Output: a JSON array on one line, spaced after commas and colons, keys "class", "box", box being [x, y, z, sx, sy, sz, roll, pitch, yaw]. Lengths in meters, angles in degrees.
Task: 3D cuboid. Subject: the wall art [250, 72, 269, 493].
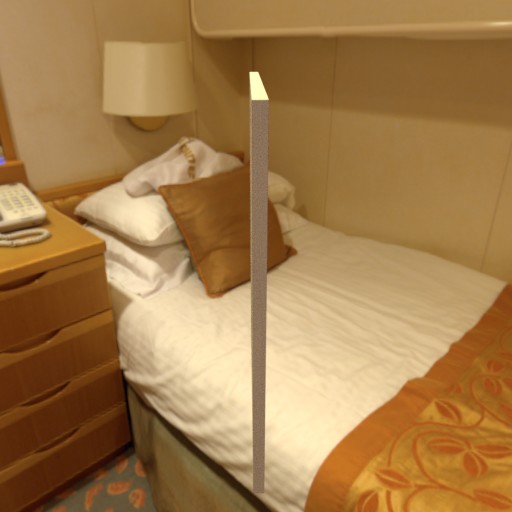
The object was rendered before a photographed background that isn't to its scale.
[{"class": "wall art", "box": [0.000, 0.000, 0.965, 0.021, 0.710, 0.609, 0, 25, -1]}]
